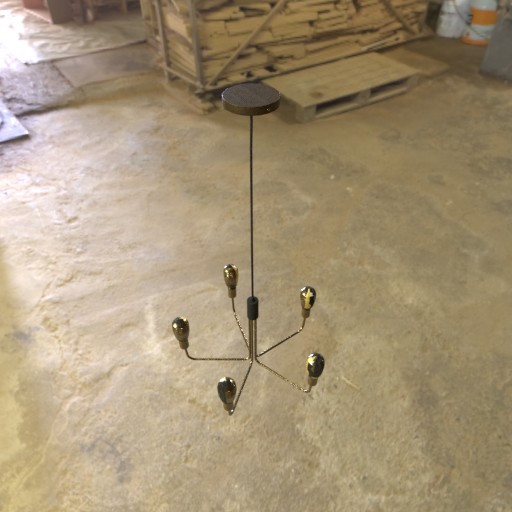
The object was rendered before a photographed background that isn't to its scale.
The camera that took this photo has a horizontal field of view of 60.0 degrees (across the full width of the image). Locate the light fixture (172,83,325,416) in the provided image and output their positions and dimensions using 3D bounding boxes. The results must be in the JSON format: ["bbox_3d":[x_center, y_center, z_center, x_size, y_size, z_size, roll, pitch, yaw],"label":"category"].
[{"bbox_3d":[0.000,0.000,1.399,0.532,1.059,0.588,-26,49,-25],"label":"light fixture"}]
